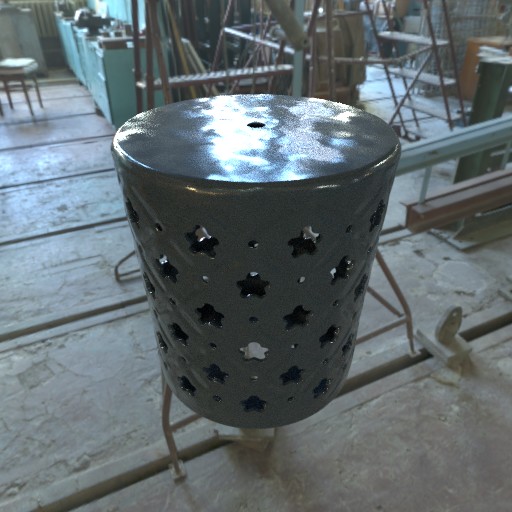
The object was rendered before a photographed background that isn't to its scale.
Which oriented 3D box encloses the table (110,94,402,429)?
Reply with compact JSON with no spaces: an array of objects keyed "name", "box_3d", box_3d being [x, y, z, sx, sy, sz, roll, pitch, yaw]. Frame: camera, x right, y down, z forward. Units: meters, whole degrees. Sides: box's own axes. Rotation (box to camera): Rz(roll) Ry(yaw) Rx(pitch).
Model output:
[{"name":"table","box_3d":[0.000,0.000,0.653,0.352,0.387,0.352,0,33,0]}]
